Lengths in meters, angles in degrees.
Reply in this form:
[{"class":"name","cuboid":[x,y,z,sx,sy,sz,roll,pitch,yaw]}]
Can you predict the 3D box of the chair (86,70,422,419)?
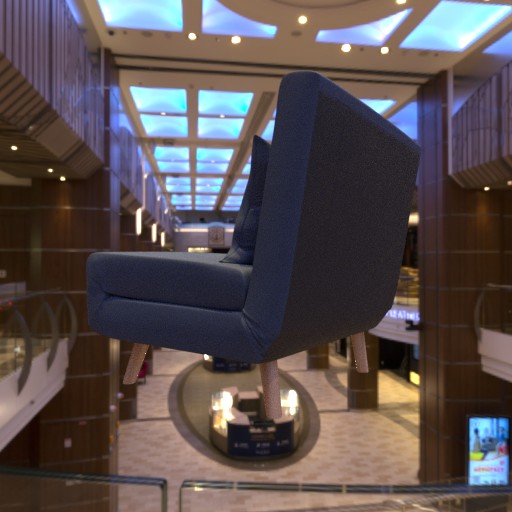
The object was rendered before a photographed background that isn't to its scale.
[{"class":"chair","cuboid":[0.000,0.000,1.485,0.900,0.808,0.770,-1,-1,36]}]
